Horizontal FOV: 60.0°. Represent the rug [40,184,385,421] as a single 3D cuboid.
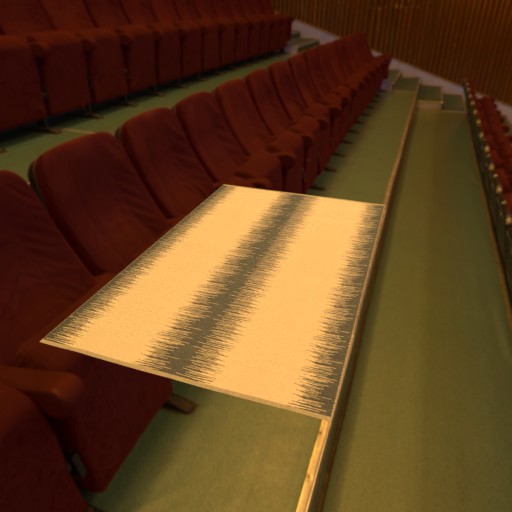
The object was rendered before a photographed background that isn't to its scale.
[{"bbox_3d":[0.000,0.000,3.075,1.519,0.003,2.453,10,31,17],"label":"rug"}]
